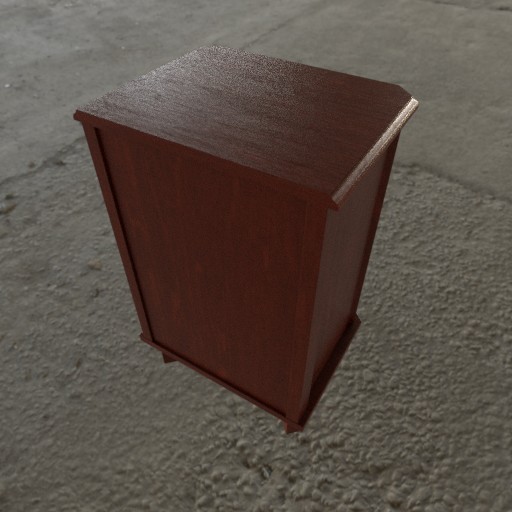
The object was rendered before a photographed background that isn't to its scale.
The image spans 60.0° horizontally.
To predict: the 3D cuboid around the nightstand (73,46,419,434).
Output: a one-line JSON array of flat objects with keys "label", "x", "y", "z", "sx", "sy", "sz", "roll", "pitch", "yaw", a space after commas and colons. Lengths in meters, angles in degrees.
[{"label": "nightstand", "x": 0.000, "y": 0.000, "z": 0.921, "sx": 0.435, "sy": 0.681, "sz": 0.351, "roll": 23, "pitch": 48, "yaw": 22}]
